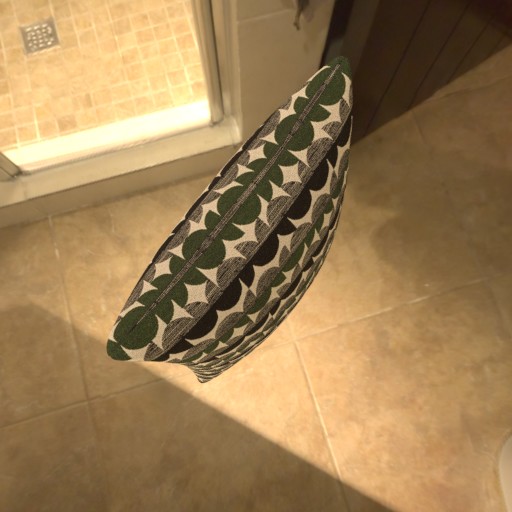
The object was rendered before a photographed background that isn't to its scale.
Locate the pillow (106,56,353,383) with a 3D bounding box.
[{"bbox_3d":[0.000,0.000,0.650,0.180,0.404,0.419,35,79,8],"label":"pillow"}]
